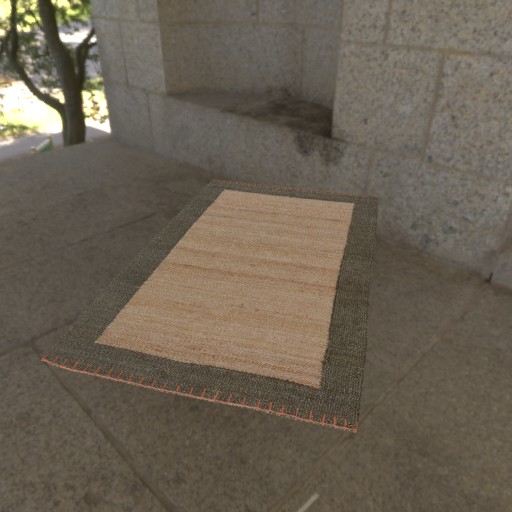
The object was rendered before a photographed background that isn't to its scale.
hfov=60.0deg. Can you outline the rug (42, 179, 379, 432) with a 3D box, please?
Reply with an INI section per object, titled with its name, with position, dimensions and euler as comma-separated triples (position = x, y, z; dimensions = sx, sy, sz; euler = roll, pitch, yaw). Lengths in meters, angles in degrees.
[rug]
position = 0.000, 0.000, 2.927
dimensions = 1.521, 0.006, 2.435
euler = 8, 32, 13
